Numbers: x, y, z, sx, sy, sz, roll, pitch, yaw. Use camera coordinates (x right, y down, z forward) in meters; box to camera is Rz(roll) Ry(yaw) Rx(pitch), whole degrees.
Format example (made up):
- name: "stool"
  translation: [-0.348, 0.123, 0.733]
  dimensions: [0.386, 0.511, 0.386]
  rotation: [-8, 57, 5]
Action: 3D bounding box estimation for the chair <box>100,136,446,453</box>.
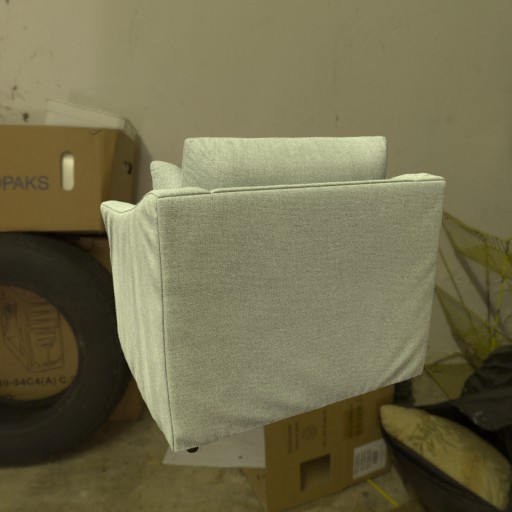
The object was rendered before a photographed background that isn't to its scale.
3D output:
- name: "chair"
  translation: [0.000, 0.000, 2.029]
  dimensions: [1.194, 1.059, 1.071]
  rotation: [-7, 17, -26]
